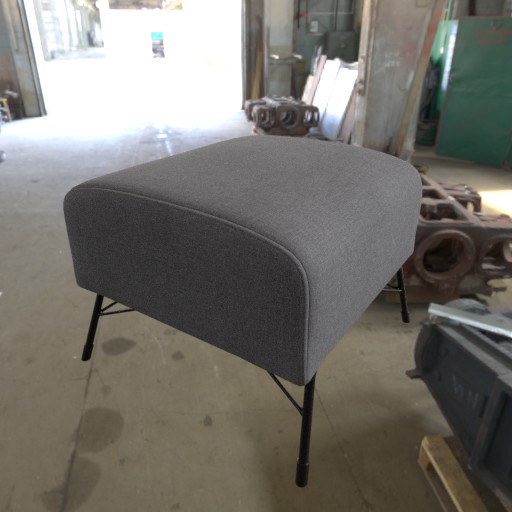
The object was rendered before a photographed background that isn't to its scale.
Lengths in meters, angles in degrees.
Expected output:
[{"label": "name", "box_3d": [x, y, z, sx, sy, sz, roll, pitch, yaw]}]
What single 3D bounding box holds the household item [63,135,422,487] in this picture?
[{"label": "household item", "box_3d": [0.000, 0.000, 0.896, 0.530, 0.410, 0.530, 17, 31, 30]}]
